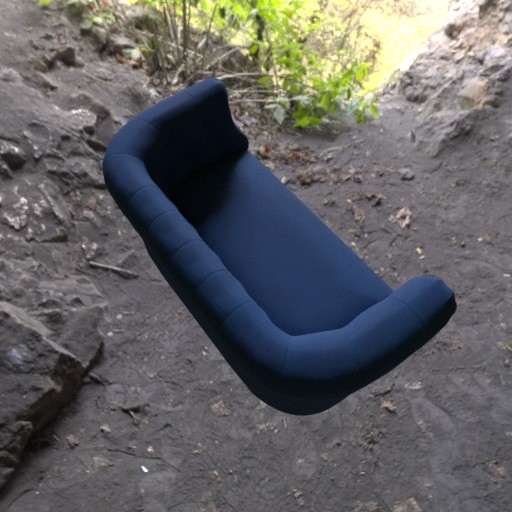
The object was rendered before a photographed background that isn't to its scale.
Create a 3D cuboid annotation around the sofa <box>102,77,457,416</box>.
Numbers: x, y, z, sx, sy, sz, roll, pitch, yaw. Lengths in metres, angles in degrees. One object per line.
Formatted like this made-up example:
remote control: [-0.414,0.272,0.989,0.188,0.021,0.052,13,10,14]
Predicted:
sofa: [0.000,0.000,2.057,0.835,0.827,1.558,-33,64,-18]
